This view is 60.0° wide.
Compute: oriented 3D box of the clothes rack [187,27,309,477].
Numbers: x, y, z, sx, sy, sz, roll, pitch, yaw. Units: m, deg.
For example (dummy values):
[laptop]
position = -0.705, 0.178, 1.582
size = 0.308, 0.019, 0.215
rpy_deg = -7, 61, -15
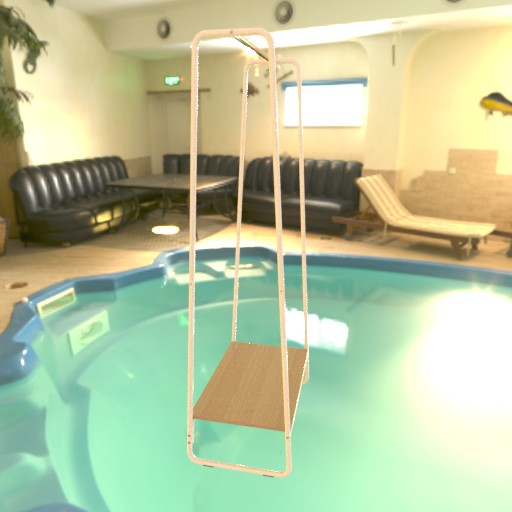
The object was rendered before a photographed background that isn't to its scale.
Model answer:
[clothes rack]
position = 0.000, 0.000, 1.739
size = 0.400, 1.500, 0.640
rpy_deg = 4, 17, 12
